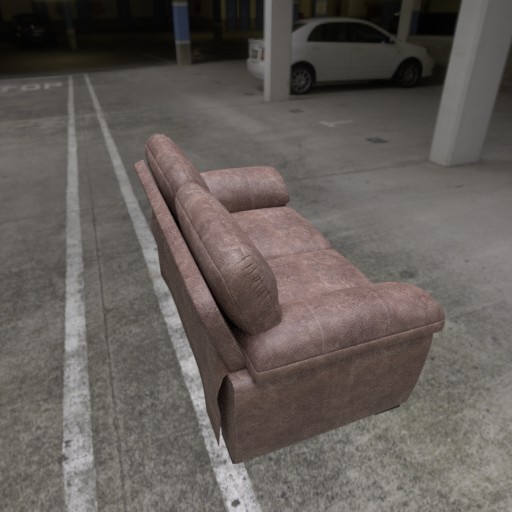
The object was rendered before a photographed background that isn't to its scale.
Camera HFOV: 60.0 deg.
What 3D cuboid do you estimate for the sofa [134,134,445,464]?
[{"bbox_3d":[0.000,0.000,2.340,0.991,0.991,1.753,-11,33,-18],"label":"sofa"}]
